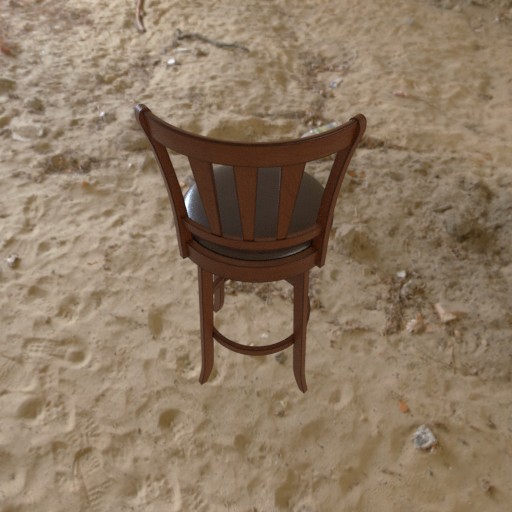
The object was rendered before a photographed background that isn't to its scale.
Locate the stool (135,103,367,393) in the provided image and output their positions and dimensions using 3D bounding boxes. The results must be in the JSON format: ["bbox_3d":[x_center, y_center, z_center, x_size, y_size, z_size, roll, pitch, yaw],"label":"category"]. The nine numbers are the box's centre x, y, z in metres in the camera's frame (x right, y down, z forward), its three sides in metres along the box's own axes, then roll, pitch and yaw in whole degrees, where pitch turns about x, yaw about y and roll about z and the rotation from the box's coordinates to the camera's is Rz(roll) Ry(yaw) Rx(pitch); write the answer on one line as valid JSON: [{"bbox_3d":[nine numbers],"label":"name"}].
[{"bbox_3d":[0.000,0.000,1.410,0.464,1.177,0.503,4,47,3],"label":"stool"}]
